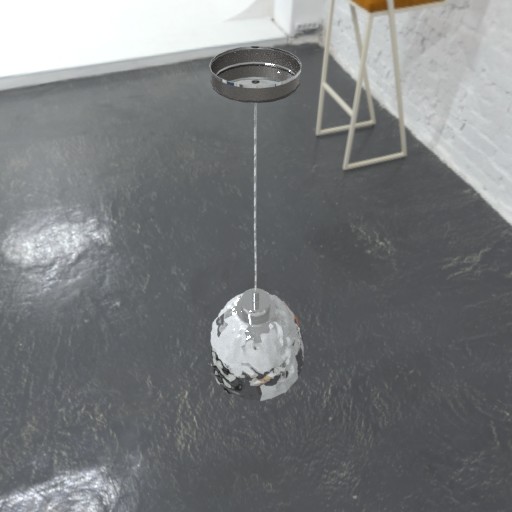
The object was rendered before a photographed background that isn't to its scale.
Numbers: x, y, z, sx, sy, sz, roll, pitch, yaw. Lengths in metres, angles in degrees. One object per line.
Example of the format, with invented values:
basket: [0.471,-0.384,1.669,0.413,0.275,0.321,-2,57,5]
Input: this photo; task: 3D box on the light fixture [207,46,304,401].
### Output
light fixture: [0.000,0.000,1.755,0.496,1.511,0.500,-31,54,-26]
